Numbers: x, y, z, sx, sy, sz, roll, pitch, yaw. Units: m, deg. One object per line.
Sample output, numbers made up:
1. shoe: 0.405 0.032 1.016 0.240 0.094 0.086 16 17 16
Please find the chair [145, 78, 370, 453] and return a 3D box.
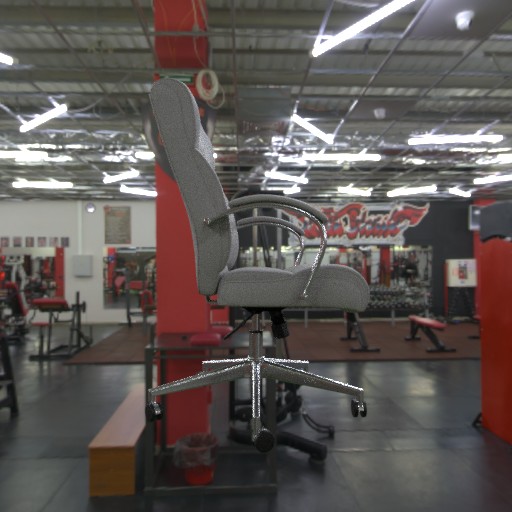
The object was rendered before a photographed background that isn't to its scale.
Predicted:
1. chair: 0.000 0.000 1.587 0.745 1.099 0.727 0 -1 0
